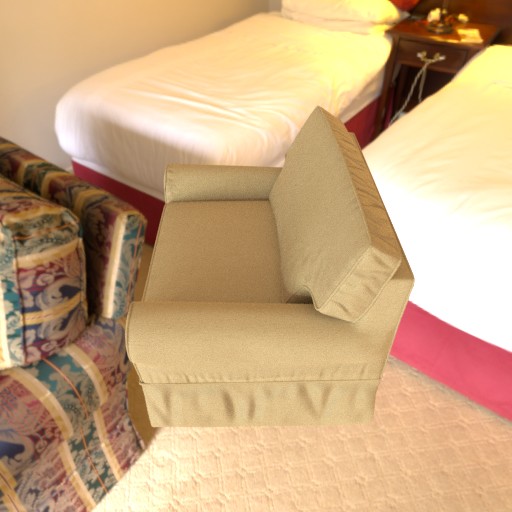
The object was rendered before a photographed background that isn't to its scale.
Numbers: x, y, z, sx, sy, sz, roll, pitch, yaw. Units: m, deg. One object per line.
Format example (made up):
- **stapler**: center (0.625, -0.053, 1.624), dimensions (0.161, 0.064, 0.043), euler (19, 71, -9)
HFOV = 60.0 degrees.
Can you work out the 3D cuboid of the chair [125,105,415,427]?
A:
- **chair**: center (0.000, 0.000, 1.841), dimensions (0.903, 0.937, 1.096), euler (-1, 41, -1)
